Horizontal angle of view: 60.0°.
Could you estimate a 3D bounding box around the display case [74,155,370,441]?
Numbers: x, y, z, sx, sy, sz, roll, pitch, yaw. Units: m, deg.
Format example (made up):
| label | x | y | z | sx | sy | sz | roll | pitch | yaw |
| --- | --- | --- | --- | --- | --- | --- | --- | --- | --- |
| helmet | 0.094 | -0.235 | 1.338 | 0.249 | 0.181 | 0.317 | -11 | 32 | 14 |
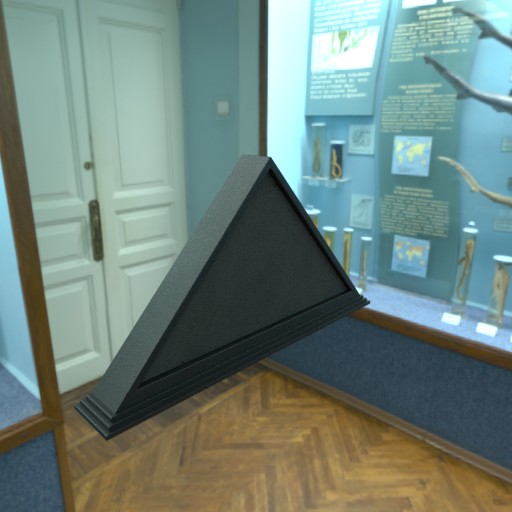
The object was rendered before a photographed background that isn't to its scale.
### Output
| label | x | y | z | sx | sy | sz | roll | pitch | yaw |
| --- | --- | --- | --- | --- | --- | --- | --- | --- | --- |
| display case | 0.000 | 0.000 | 0.769 | 0.095 | 0.340 | 0.640 | 16 | 23 | 42 |
